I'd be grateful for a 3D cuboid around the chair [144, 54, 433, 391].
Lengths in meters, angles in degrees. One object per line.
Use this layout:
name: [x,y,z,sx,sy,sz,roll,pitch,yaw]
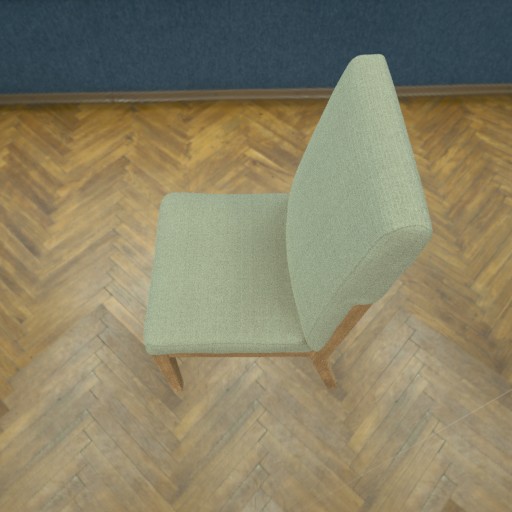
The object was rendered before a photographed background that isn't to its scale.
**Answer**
chair: [0.000,0.000,1.210,0.586,0.911,0.507,-1,58,0]
